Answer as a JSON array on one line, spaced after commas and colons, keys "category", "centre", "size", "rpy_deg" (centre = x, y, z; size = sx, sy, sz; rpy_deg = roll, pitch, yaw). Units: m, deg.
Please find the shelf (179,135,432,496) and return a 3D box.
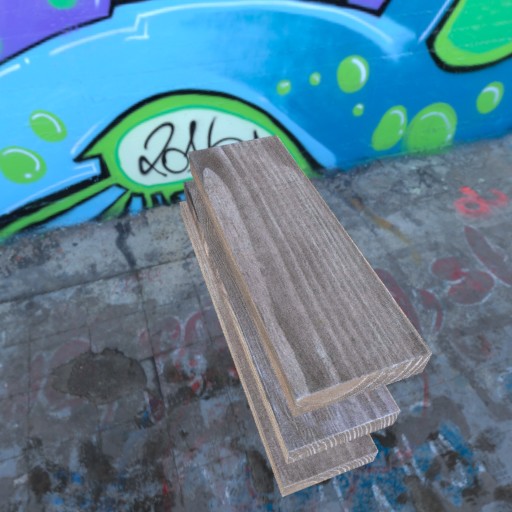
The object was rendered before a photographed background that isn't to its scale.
[{"category": "shelf", "centre": [0.000, 0.000, 0.707], "size": [0.140, 0.293, 0.610], "rpy_deg": [-14, 48, -13]}]
